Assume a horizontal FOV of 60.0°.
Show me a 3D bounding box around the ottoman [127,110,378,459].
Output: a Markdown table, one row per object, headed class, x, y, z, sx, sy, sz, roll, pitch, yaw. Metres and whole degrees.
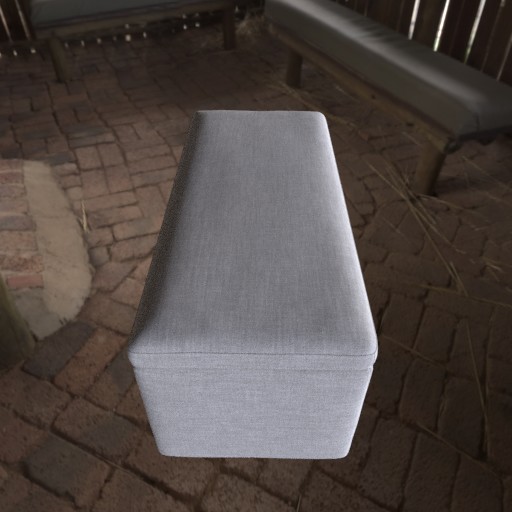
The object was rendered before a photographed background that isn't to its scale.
| class | x | y | z | sx | sy | sz | roll | pitch | yaw |
| --- | --- | --- | --- | --- | --- | --- | --- | --- | --- |
| ottoman | 0.000 | 0.000 | 1.139 | 0.419 | 0.432 | 0.902 | 1 | 42 | 1 |
